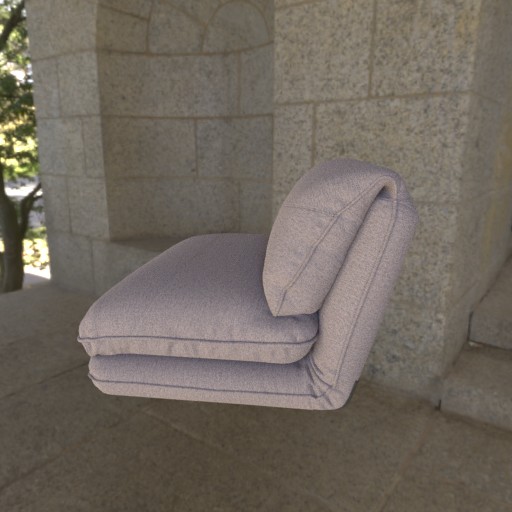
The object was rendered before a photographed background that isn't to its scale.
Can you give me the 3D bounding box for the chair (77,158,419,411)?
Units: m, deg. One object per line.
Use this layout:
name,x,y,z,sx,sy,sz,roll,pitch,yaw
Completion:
chair,0.000,0.000,1.355,0.780,0.580,0.820,2,14,8
